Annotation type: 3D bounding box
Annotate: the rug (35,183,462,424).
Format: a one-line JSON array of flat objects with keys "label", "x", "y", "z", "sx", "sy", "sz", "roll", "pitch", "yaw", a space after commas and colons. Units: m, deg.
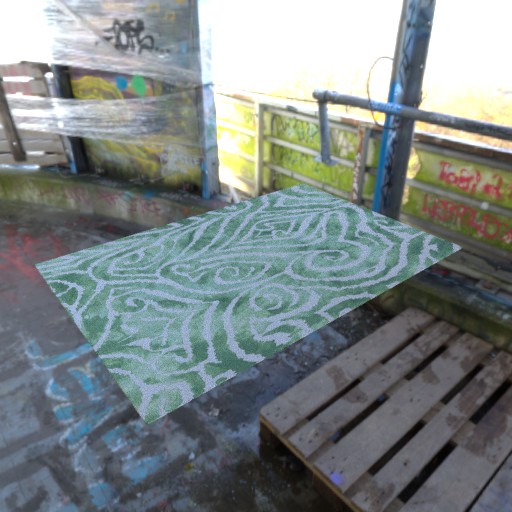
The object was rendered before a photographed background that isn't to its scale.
[{"label": "rug", "x": 0.000, "y": 0.000, "z": 2.268, "sx": 1.826, "sy": 0.006, "sz": 1.220, "roll": -21, "pitch": 36, "yaw": -33}]
